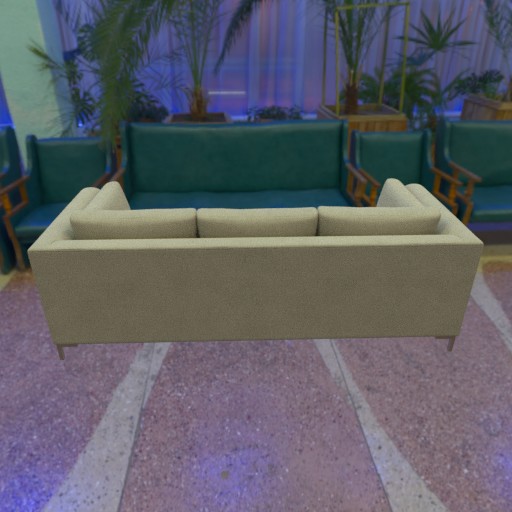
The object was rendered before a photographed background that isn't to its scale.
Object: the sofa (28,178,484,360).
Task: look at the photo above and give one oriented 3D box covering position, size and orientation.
[{"bbox_3d":[0.000,0.000,2.902,2.415,0.867,0.969,-1,29,-2],"label":"sofa"}]
